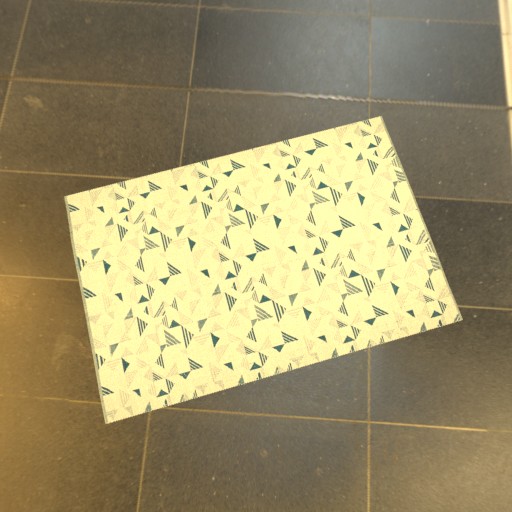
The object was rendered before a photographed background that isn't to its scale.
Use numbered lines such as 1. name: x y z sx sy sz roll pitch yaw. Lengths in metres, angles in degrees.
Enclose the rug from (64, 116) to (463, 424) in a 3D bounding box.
1. rug: 0.000 0.000 2.319 1.835 0.003 1.206 -15 76 -4
